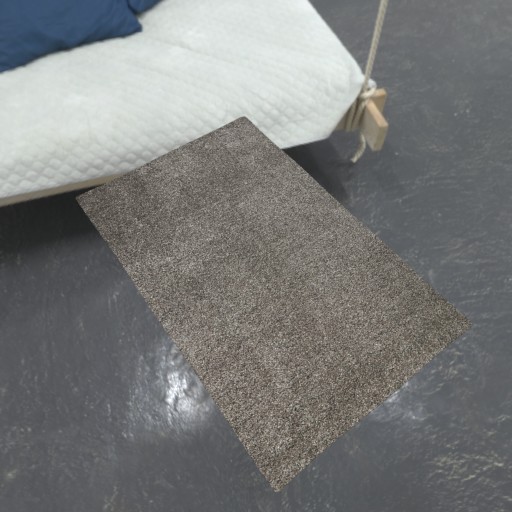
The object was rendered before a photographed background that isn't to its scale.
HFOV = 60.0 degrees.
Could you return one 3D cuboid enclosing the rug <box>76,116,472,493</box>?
[{"bbox_3d":[0.000,0.000,2.928,1.501,0.025,2.352,-32,62,-19],"label":"rug"}]
